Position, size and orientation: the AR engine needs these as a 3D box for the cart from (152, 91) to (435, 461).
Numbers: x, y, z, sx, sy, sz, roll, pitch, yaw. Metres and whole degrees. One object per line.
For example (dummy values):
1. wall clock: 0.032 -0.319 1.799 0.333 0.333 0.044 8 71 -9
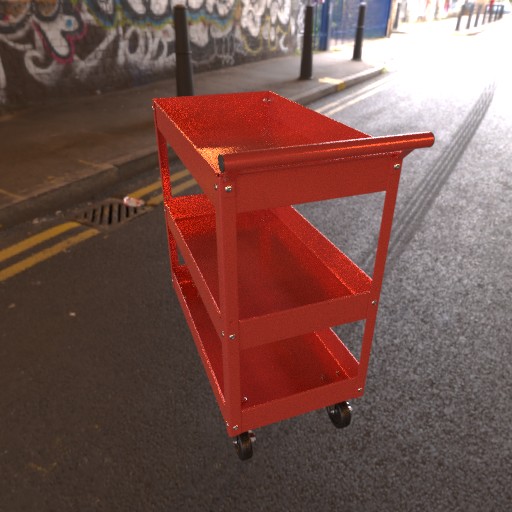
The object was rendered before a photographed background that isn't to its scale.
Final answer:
1. cart: 0.000 0.000 1.159 0.366 0.780 0.719 -10 32 -18
